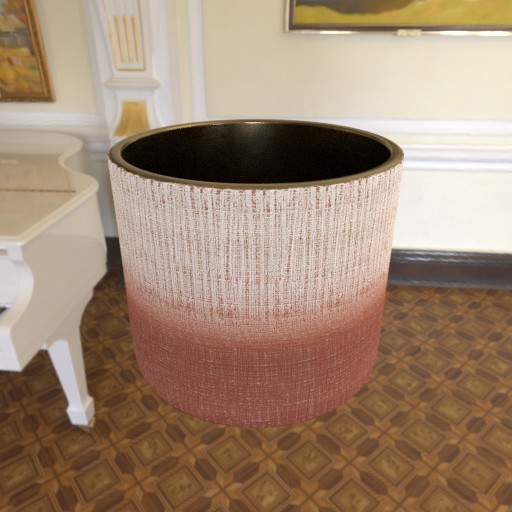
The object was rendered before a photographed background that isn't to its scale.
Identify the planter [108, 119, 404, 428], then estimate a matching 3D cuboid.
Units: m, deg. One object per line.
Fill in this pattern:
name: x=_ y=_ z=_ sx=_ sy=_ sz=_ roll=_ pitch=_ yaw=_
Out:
planter: x=0.000 y=0.000 z=0.436 sx=0.254 sy=0.221 sz=0.254 roll=0 pitch=27 yaw=0
